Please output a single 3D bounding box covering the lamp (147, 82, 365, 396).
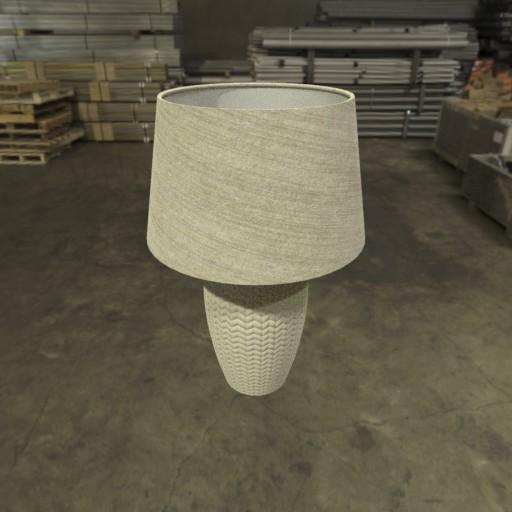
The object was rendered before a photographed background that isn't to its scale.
[{"bbox_3d":[0.000,0.000,0.836,0.390,0.580,0.390,0,27,0],"label":"lamp"}]
